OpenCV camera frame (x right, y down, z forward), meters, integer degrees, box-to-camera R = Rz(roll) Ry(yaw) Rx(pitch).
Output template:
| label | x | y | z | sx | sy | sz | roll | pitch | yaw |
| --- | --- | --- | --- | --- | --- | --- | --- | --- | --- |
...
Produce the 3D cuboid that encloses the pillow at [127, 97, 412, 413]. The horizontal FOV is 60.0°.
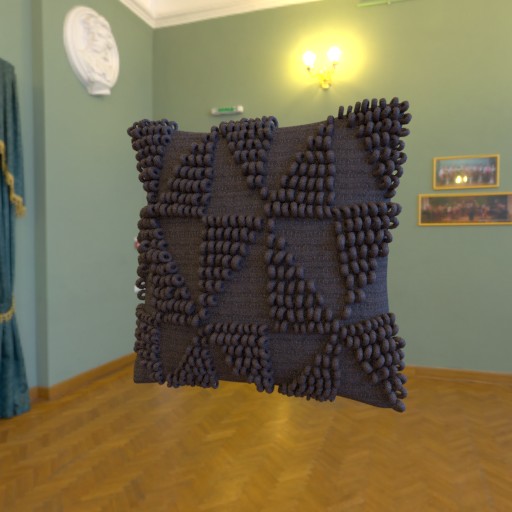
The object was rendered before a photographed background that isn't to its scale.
| label | x | y | z | sx | sy | sz | roll | pitch | yaw |
| --- | --- | --- | --- | --- | --- | --- | --- | --- | --- |
| pillow | 0.000 | 0.000 | 0.715 | 0.470 | 0.467 | 0.172 | 1 | 2 | 17 |
